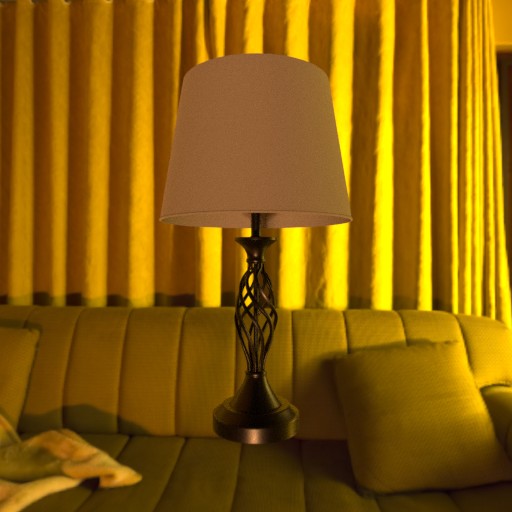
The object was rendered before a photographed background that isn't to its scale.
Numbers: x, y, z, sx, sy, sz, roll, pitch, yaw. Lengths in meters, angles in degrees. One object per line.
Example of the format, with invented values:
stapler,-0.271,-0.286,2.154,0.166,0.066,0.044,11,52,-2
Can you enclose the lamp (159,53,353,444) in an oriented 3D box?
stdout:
lamp,0.000,0.000,0.774,0.331,0.594,0.331,0,0,0
